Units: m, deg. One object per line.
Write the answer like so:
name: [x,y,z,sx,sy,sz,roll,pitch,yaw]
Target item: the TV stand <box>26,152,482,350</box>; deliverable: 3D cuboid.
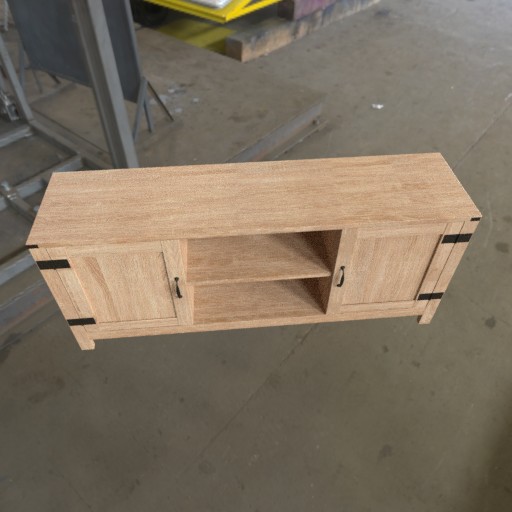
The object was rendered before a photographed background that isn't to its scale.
TV stand: [0.000,0.000,1.755,1.466,0.610,0.398,-4,46,-4]
